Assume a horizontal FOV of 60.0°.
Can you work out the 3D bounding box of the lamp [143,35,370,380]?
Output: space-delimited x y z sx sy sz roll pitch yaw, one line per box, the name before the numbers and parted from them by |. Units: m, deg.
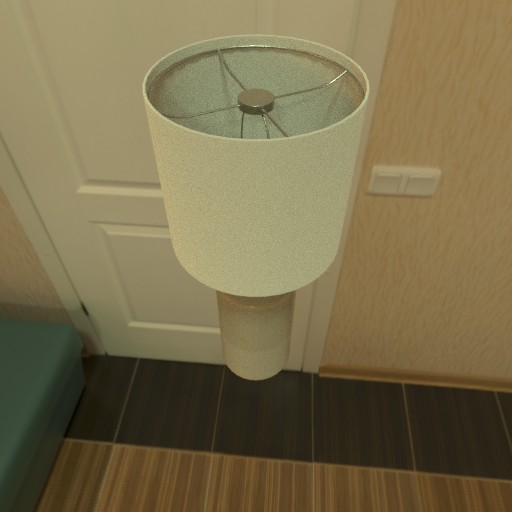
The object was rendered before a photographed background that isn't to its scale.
lamp | 0.000 0.000 0.599 0.212 0.493 0.212 -18 50 -16
